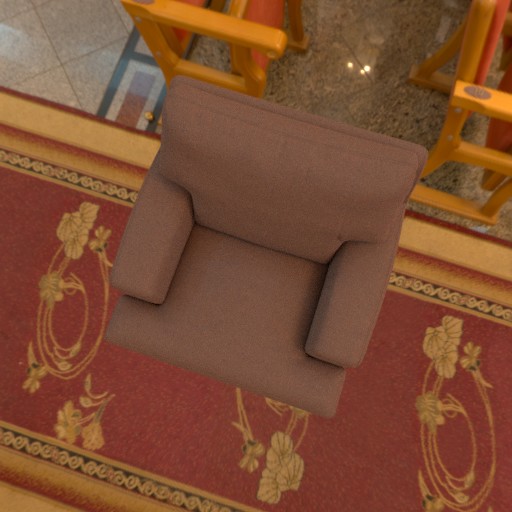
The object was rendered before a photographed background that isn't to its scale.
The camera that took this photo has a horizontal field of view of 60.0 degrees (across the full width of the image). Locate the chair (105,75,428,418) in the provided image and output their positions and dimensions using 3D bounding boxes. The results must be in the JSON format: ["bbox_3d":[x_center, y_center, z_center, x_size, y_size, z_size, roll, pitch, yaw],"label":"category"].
[{"bbox_3d":[0.000,0.000,2.003,1.168,0.940,1.143,18,77,4],"label":"chair"}]
